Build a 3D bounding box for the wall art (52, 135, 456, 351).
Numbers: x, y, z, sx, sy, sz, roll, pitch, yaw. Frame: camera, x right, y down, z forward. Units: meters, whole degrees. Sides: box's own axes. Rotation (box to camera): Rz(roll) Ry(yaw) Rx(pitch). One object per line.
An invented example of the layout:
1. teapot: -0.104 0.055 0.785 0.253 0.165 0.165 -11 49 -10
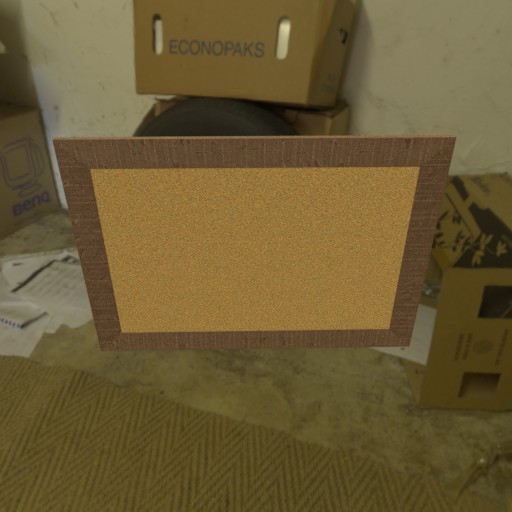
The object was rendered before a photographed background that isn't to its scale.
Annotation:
1. wall art: 0.000 0.000 1.169 0.917 0.626 0.019 -1 30 -1
